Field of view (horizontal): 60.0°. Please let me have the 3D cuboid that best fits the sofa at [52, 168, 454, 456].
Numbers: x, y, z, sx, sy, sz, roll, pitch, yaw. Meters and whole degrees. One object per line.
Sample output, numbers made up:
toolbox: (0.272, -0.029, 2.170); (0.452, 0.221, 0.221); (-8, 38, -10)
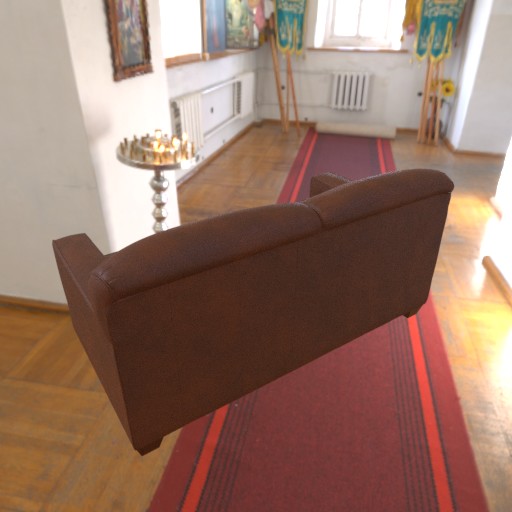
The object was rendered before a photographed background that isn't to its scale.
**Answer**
sofa: (0.000, 0.000, 2.373); (1.856, 0.966, 1.000); (-18, 34, -29)
